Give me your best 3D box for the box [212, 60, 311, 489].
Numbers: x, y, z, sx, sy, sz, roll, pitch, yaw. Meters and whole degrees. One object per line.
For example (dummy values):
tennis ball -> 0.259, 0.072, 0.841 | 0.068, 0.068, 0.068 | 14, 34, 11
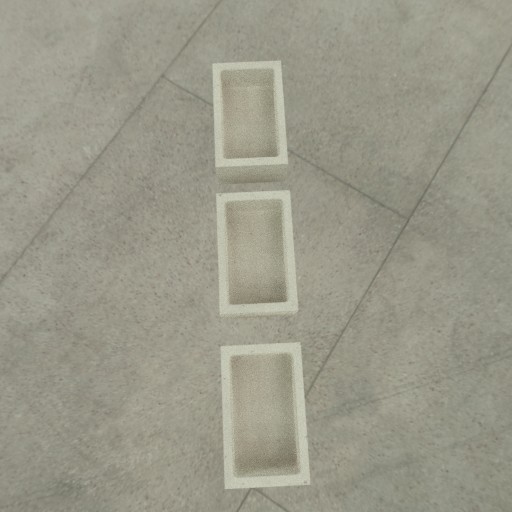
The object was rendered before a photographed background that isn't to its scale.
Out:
box -> 0.000, 0.000, 0.496 | 0.082, 0.051, 0.461 | -3, 77, -1
